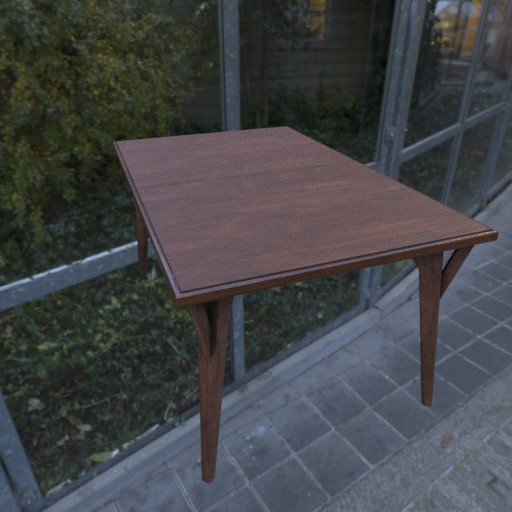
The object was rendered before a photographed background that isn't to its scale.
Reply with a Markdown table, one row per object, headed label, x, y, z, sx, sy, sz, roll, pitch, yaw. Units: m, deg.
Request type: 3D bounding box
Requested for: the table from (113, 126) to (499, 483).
| label | x | y | z | sx | sy | sz | roll | pitch | yaw |
| --- | --- | --- | --- | --- | --- | --- | --- | --- | --- |
| table | 0.000 | 0.000 | 1.987 | 0.990 | 0.761 | 1.524 | -11 | 30 | -18 |
